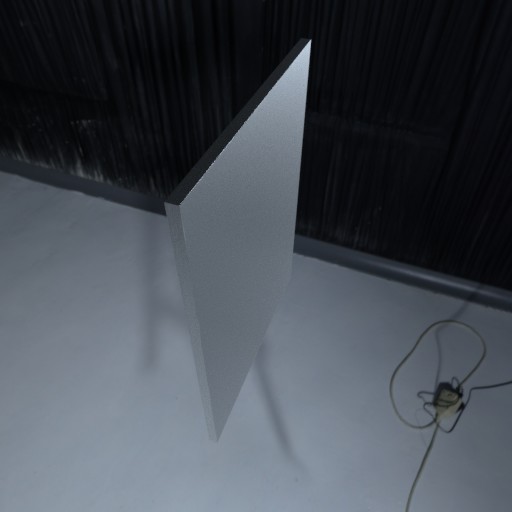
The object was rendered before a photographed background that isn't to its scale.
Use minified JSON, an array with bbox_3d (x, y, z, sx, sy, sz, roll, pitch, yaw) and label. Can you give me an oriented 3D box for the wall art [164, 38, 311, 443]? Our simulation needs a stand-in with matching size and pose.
[{"bbox_3d":[0.000,0.000,1.412,0.030,1.046,0.816,16,48,15],"label":"wall art"}]
